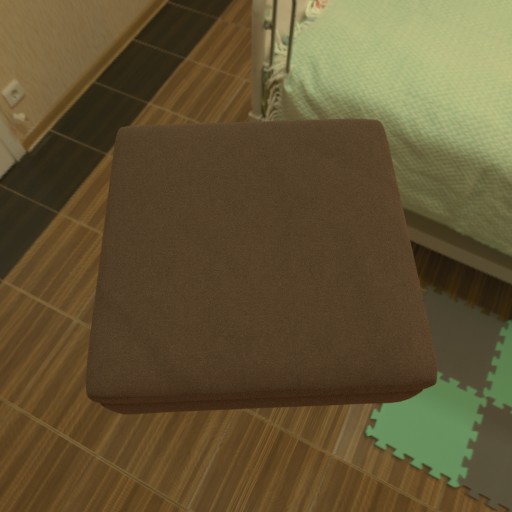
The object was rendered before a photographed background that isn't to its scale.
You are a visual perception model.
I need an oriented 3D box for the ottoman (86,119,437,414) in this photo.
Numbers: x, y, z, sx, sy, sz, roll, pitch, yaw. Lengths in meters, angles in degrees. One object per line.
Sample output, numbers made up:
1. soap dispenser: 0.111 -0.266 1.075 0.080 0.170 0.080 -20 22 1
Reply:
1. ottoman: 0.000 0.000 1.844 1.181 0.470 1.181 -2 64 -1
